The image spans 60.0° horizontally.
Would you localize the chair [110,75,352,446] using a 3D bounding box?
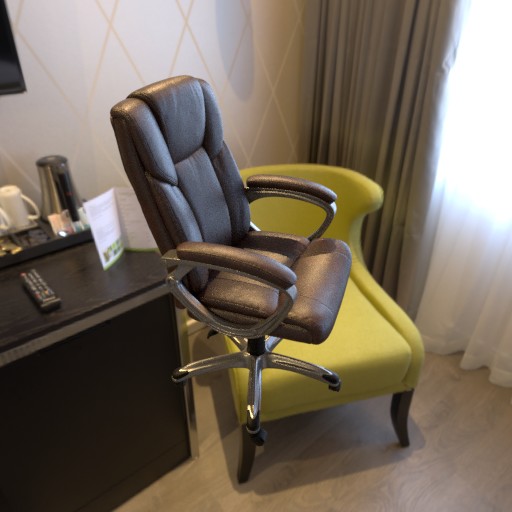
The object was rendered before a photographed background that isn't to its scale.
[{"bbox_3d":[0.000,0.000,1.549,0.692,1.128,0.656,10,32,17],"label":"chair"}]
